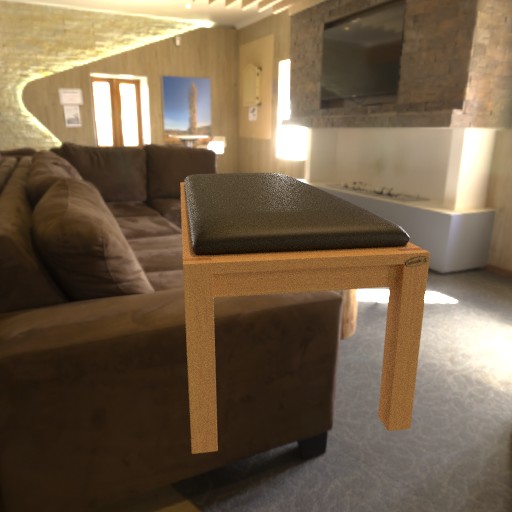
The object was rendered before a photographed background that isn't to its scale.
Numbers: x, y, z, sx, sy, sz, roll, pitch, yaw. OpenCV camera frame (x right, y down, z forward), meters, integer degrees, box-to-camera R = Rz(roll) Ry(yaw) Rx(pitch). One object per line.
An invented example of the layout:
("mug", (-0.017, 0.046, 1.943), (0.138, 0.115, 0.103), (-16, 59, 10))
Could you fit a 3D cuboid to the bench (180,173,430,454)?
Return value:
("bench", (0.000, 0.000, 1.393), (0.450, 0.430, 1.202), (-3, 16, -9))
